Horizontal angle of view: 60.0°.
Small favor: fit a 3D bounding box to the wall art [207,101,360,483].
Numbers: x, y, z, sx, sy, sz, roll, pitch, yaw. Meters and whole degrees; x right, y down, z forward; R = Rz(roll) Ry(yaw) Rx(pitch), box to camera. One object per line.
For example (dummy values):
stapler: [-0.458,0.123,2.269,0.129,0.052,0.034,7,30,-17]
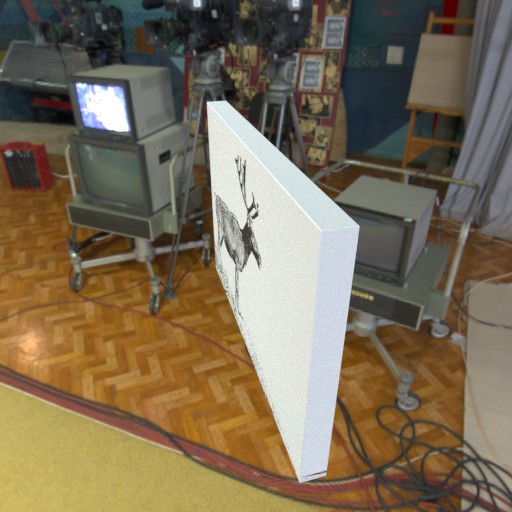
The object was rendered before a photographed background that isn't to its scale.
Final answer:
wall art: [0.000,0.000,0.795,0.042,0.414,0.608,-8,32,-14]
